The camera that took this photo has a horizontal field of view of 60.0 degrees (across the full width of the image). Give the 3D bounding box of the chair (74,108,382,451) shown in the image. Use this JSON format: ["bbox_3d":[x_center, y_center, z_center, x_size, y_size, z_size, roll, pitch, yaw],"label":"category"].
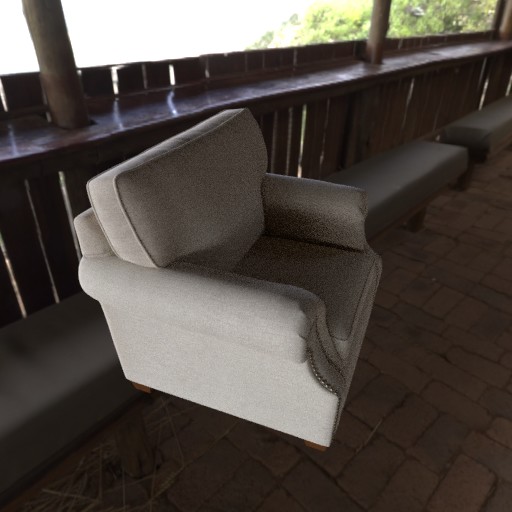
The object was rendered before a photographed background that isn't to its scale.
[{"bbox_3d":[0.000,0.000,1.839,0.965,0.961,1.092,12,33,19],"label":"chair"}]
